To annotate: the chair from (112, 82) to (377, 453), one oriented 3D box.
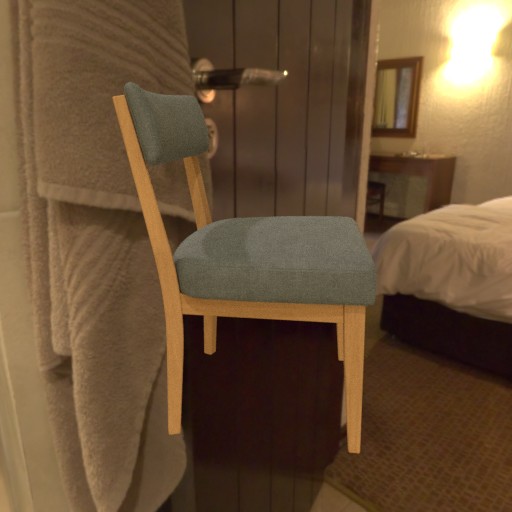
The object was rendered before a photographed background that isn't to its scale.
[{"bbox_3d":[0.000,0.000,1.178,0.572,0.832,0.508,2,17,7],"label":"chair"}]
